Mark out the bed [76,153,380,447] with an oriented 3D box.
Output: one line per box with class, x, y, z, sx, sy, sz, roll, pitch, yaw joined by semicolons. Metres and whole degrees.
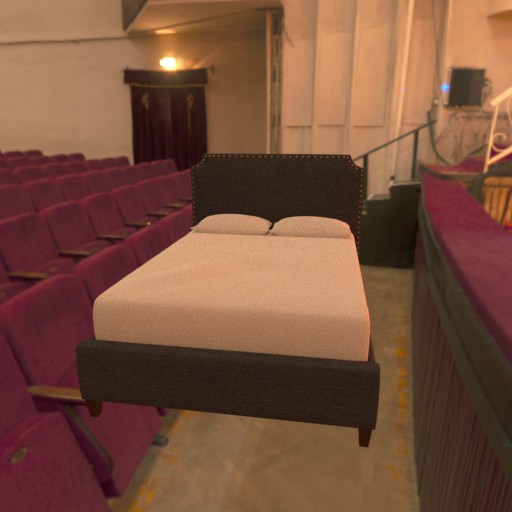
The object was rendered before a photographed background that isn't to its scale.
bed;0.000;0.000;3.421;1.713;1.443;2.372;3;16;9
